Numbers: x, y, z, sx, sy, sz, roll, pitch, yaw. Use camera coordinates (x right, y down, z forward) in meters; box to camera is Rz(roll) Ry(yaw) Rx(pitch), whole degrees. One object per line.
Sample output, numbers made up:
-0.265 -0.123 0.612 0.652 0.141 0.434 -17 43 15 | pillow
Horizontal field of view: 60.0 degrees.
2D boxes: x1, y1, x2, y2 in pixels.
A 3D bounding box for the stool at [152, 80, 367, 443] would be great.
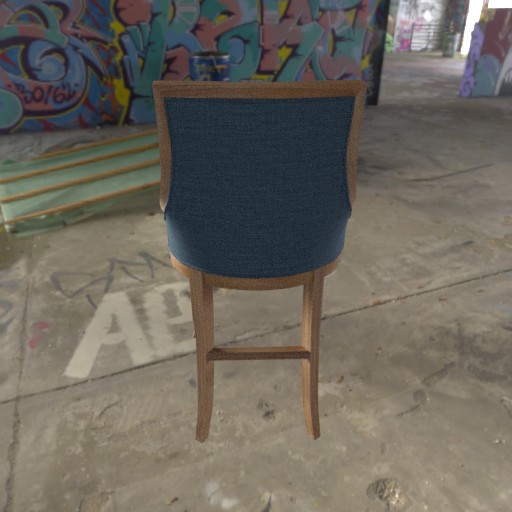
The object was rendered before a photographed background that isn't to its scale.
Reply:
0.000 0.000 1.401 0.524 1.101 0.626 -1 28 -2 | stool
